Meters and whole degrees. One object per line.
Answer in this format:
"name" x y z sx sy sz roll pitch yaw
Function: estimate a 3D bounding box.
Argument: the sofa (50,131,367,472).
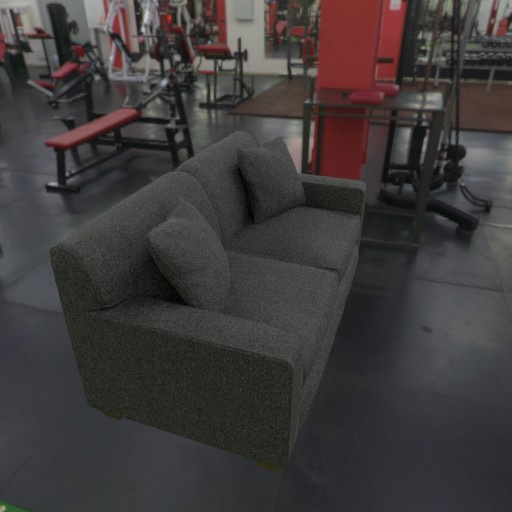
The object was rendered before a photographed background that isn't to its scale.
"sofa" 0.000 0.000 2.425 0.998 0.958 1.846 10 31 17
